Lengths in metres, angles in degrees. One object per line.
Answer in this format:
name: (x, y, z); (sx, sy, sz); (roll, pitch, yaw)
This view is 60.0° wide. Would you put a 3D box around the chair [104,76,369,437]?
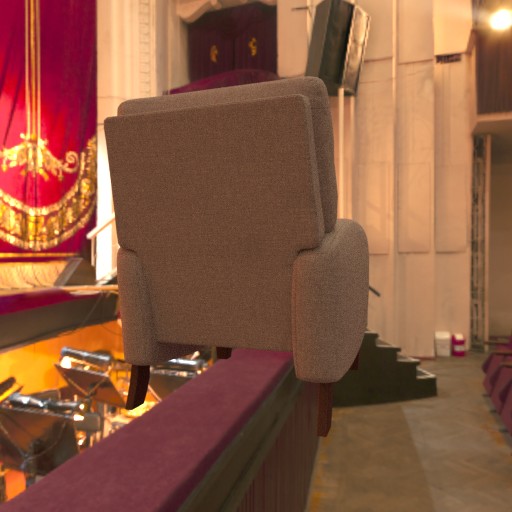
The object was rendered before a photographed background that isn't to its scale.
chair: (0.000, 0.000, 1.648); (0.762, 0.990, 0.990); (0, 0, 19)
